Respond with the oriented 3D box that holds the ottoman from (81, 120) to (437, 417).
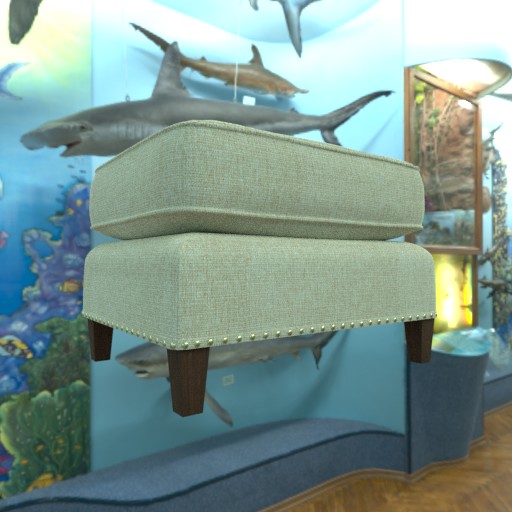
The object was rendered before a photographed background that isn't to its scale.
[{"bbox_3d":[0.000,0.000,1.150,0.738,0.537,0.589,1,-1,-36],"label":"ottoman"}]
